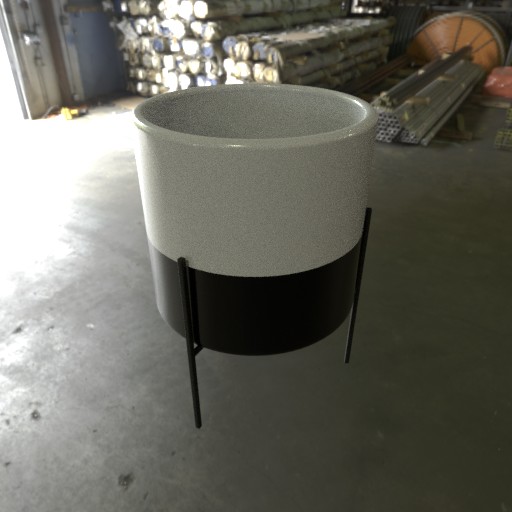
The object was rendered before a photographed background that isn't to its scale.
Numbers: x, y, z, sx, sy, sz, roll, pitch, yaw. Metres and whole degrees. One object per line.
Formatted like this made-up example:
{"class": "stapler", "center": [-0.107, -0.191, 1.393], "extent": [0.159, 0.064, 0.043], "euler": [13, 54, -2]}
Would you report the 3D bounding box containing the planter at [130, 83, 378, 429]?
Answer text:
{"class": "planter", "center": [0.000, 0.000, 0.657], "extent": [0.310, 0.432, 0.310], "euler": [9, 33, 14]}
